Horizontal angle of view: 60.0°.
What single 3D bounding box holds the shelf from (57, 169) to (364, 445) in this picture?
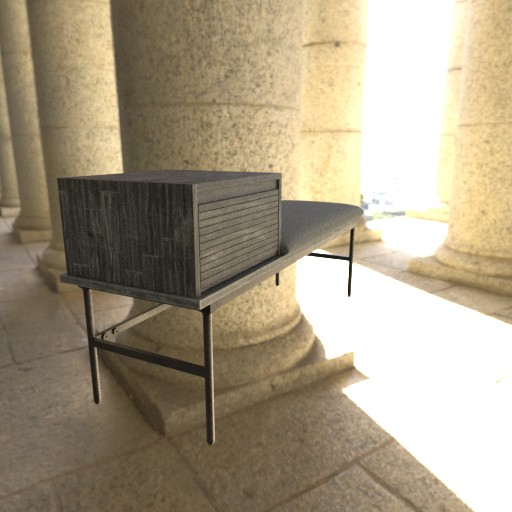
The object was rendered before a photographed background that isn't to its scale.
[{"bbox_3d":[0.000,0.000,1.623,0.457,0.633,1.342,7,16,26],"label":"shelf"}]
